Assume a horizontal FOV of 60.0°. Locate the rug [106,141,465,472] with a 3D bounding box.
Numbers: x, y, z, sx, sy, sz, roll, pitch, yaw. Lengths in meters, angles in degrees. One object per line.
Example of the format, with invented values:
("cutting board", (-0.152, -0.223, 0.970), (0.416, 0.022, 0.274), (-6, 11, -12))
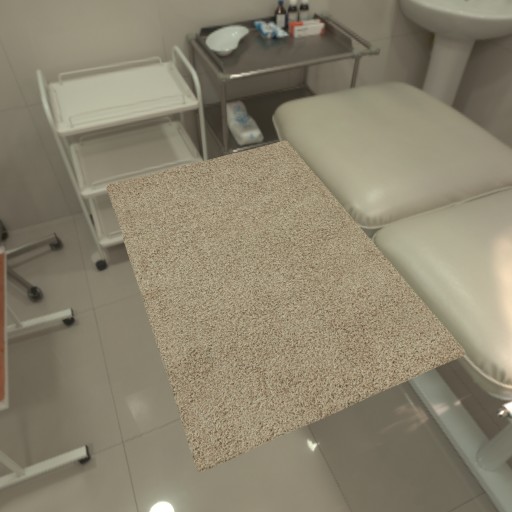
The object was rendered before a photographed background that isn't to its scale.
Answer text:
("rug", (0.000, 0.000, 2.304), (1.219, 0.030, 1.778), (-18, 50, -15))
